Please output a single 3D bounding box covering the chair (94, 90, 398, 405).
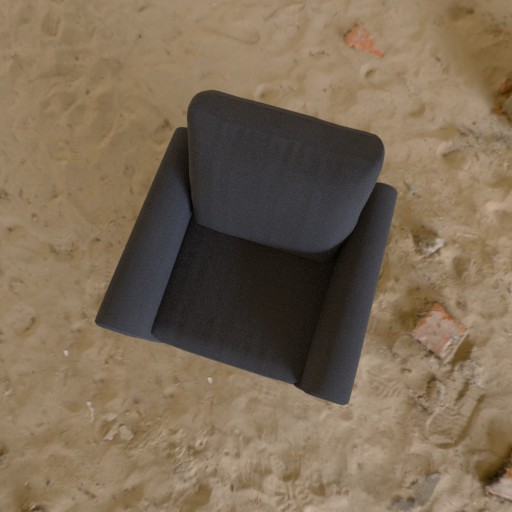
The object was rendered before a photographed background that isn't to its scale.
[{"bbox_3d":[0.000,0.000,1.642,0.867,0.942,0.828,17,76,4],"label":"chair"}]
